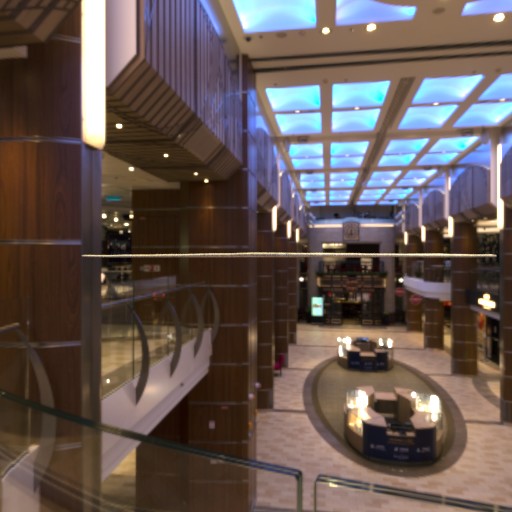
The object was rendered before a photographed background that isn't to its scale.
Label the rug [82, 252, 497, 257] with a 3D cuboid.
[{"bbox_3d":[0.000,0.000,2.308,1.250,0.015,1.850,0,0,-37],"label":"rug"}]
